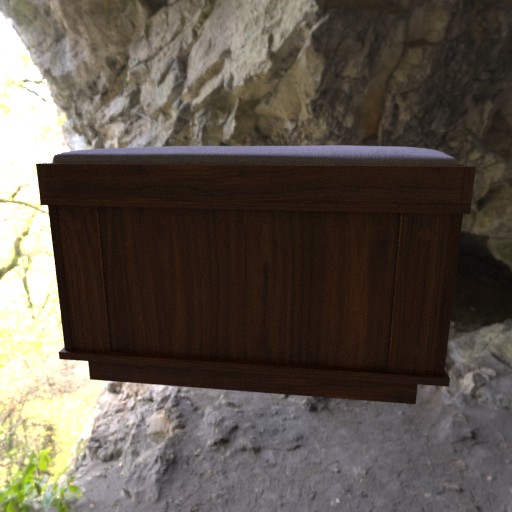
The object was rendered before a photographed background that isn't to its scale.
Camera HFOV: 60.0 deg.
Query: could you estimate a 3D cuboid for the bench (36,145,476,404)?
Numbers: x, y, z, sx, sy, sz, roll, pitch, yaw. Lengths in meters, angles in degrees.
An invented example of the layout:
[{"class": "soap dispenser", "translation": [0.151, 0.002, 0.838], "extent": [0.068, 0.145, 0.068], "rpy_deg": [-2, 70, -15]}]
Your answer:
[{"class": "bench", "translation": [0.000, 0.000, 0.955], "extent": [0.734, 0.461, 0.362], "rpy_deg": [2, 15, 8]}]
